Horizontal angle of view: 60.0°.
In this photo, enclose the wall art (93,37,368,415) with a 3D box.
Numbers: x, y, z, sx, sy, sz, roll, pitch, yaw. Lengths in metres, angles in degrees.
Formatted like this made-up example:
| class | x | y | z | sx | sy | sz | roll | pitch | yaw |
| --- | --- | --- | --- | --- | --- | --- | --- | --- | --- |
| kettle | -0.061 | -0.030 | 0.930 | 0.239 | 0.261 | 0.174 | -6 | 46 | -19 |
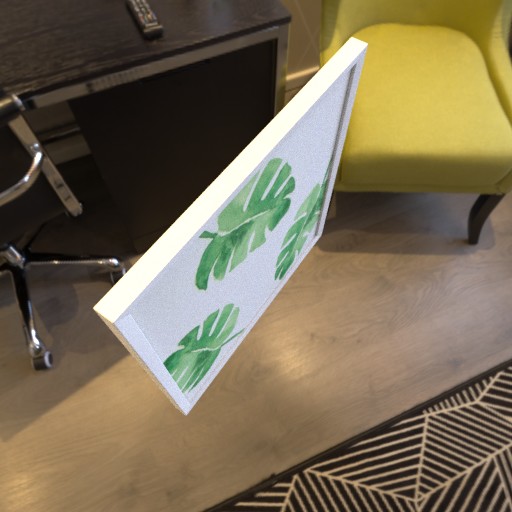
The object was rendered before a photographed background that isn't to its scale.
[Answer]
| class | x | y | z | sx | sy | sz | roll | pitch | yaw |
| --- | --- | --- | --- | --- | --- | --- | --- | --- | --- |
| wall art | 0.000 | 0.000 | 1.119 | 0.040 | 0.762 | 0.762 | 32 | 65 | 16 |
